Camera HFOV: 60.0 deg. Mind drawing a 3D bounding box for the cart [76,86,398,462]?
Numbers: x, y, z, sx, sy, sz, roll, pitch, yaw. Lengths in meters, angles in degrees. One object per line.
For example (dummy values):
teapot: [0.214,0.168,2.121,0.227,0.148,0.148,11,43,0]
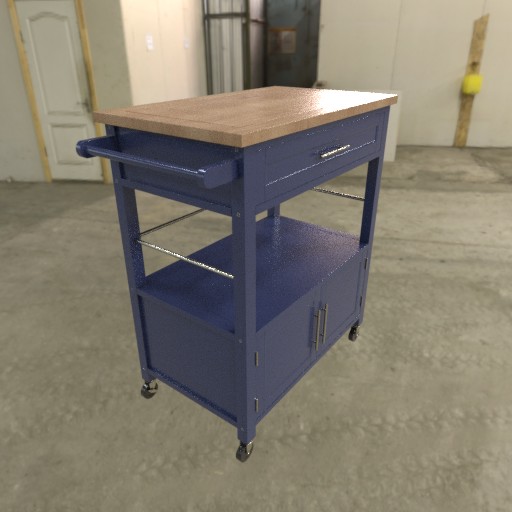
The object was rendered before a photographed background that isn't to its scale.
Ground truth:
cart: [0.000,0.000,1.376,0.459,0.901,0.840,19,32,33]
